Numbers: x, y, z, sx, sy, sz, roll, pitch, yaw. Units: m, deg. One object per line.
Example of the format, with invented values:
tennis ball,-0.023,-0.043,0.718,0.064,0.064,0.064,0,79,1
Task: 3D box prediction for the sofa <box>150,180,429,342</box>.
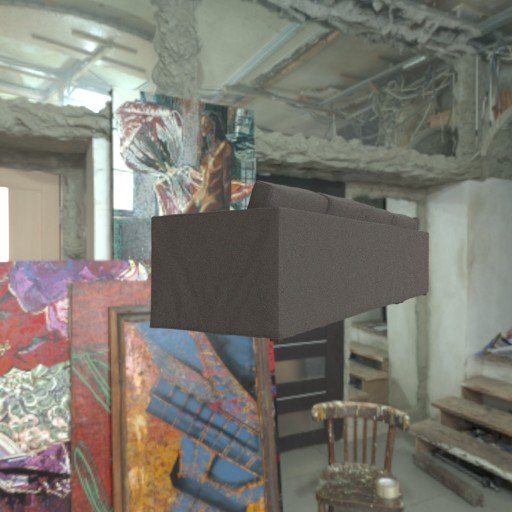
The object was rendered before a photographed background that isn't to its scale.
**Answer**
sofa,0.000,0.000,4.174,2.432,0.871,3.182,0,0,34
